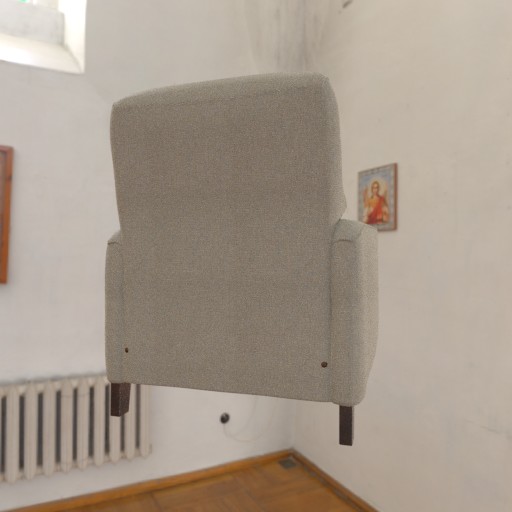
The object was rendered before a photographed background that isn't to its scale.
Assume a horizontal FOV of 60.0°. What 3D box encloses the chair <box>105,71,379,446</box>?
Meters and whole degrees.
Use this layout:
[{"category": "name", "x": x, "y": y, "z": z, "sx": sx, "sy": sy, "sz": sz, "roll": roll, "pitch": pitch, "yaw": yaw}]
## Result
[{"category": "chair", "x": 0.000, "y": 0.000, "z": 1.604, "sx": 0.850, "sy": 1.006, "sz": 0.853, "roll": 0, "pitch": 0, "yaw": 17}]
